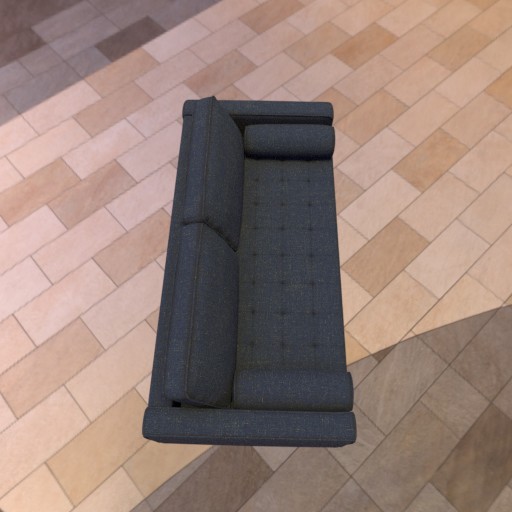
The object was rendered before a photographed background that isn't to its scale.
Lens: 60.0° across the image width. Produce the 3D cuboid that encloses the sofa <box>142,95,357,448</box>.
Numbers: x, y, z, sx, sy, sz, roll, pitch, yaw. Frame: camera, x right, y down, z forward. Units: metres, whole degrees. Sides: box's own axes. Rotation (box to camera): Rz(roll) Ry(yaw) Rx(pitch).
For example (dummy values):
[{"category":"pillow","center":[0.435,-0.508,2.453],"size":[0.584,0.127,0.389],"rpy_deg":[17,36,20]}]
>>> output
[{"category":"sofa","center":[0.000,0.000,2.395],"size":[0.914,0.762,1.880],"rpy_deg":[1,64,1]}]
